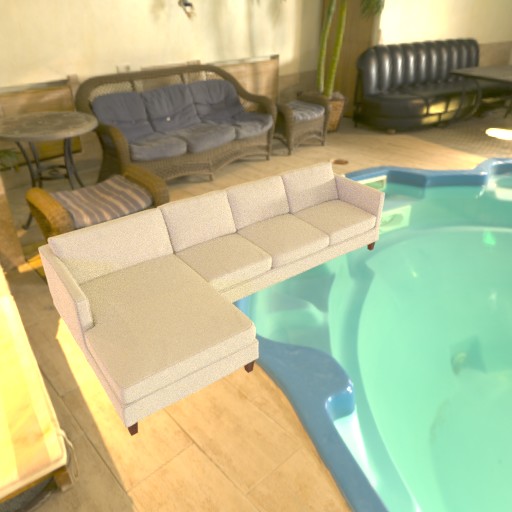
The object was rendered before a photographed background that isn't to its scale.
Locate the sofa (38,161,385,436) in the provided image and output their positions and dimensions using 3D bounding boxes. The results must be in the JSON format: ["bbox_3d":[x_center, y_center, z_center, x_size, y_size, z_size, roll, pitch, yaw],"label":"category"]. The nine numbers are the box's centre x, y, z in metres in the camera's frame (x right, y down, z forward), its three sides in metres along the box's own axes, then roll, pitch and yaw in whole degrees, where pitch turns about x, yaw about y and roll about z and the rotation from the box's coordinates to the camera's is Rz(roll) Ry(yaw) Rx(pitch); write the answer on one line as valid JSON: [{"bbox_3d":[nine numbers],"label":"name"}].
[{"bbox_3d":[0.000,0.000,3.943,3.186,0.846,1.625,-21,36,-31],"label":"sofa"}]
